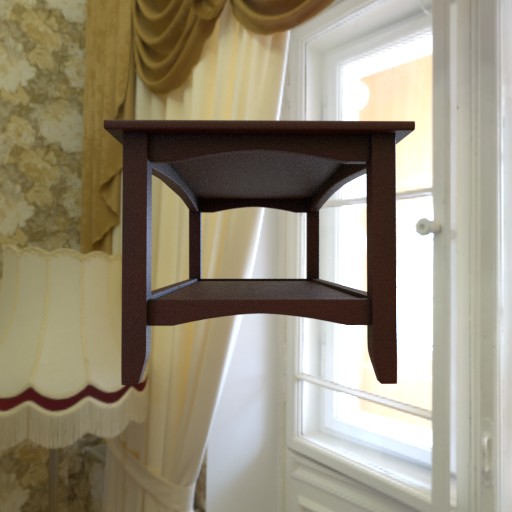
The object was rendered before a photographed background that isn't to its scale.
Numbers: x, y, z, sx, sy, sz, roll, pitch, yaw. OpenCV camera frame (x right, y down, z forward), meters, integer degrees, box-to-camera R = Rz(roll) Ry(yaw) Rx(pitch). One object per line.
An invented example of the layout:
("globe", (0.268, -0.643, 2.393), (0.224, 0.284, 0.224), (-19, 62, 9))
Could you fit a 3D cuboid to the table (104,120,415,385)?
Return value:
("table", (0.000, 0.000, 1.223), (0.533, 0.456, 0.943), (0, 0, -1))
